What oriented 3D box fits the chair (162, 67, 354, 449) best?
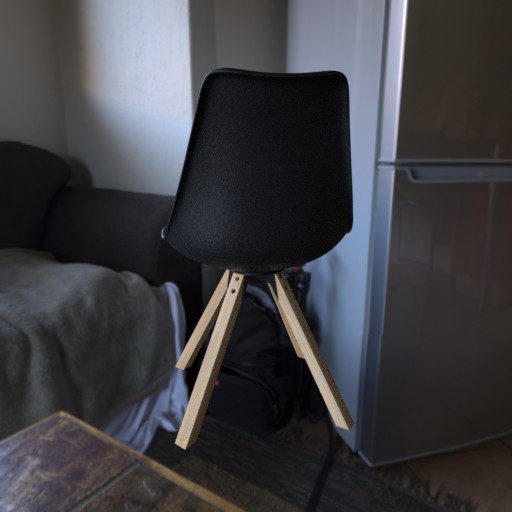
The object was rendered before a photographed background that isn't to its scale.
[{"bbox_3d":[0.000,0.000,1.170,0.485,0.850,0.549,-3,15,-9],"label":"chair"}]
